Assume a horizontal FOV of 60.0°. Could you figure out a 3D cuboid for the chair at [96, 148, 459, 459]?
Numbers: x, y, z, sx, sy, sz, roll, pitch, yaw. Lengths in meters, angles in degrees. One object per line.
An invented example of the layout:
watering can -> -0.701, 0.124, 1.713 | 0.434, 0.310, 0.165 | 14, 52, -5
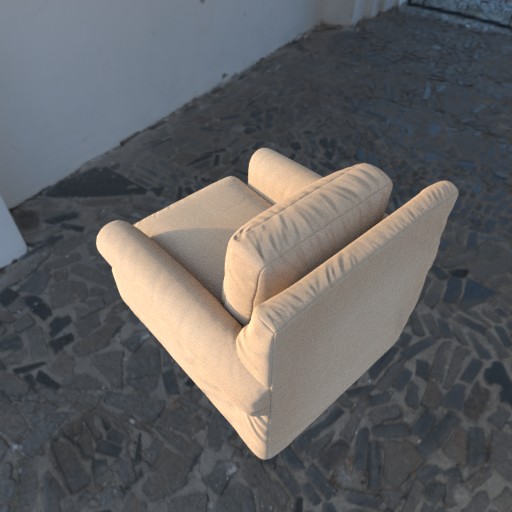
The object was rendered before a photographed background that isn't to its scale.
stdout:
chair -> 0.000, 0.000, 1.739 | 0.940, 0.866, 1.066 | -33, 54, -28
